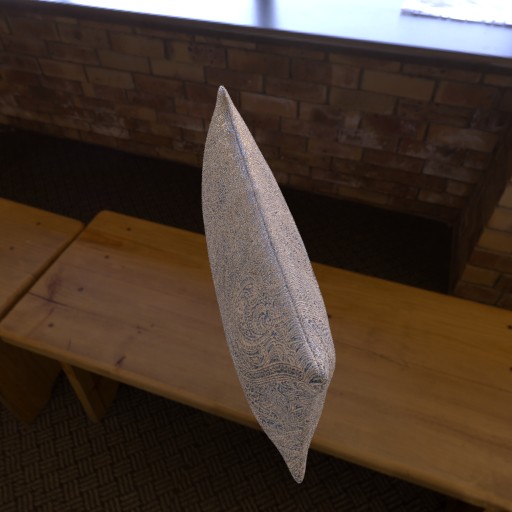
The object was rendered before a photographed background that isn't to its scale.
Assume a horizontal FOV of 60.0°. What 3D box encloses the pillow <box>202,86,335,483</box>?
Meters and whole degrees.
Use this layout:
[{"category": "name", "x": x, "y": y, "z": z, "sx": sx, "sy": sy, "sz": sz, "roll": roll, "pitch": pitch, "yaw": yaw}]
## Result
[{"category": "pillow", "x": 0.000, "y": 0.000, "z": 0.723, "sx": 0.151, "sy": 0.295, "sz": 0.615, "roll": -9, "pitch": 47, "yaw": -8}]
